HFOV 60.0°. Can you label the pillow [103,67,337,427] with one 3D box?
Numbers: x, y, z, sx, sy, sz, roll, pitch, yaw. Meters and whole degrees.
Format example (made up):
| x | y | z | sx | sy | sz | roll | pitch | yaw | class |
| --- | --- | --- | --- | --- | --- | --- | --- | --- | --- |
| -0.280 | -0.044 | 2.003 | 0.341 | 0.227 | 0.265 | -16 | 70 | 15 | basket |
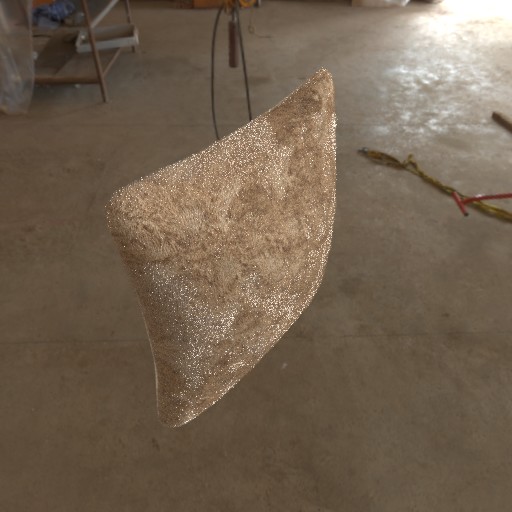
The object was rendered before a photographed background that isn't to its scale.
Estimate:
| x | y | z | sx | sy | sz | roll | pitch | yaw | class |
| --- | --- | --- | --- | --- | --- | --- | --- | --- | --- |
| 0.000 | 0.000 | 0.808 | 0.216 | 0.525 | 0.538 | 25 | 47 | 25 | pillow |
